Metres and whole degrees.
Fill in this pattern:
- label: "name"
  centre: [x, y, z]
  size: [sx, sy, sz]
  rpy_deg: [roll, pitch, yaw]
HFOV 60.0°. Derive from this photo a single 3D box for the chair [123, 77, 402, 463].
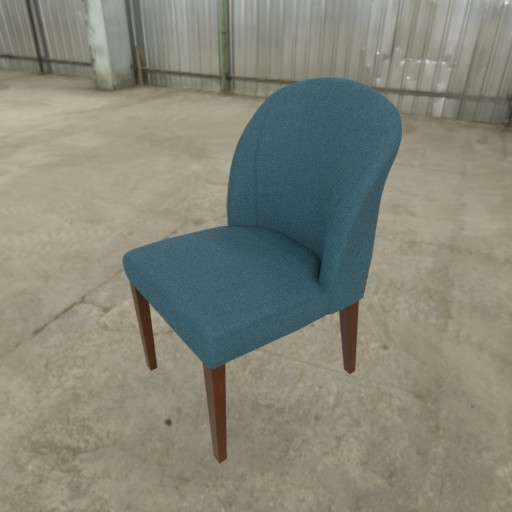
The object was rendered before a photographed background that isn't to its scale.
- label: "chair"
  centre: [0.000, 0.000, 1.252]
  size: [0.620, 0.879, 0.507]
  rpy_deg: [-21, 38, -31]
